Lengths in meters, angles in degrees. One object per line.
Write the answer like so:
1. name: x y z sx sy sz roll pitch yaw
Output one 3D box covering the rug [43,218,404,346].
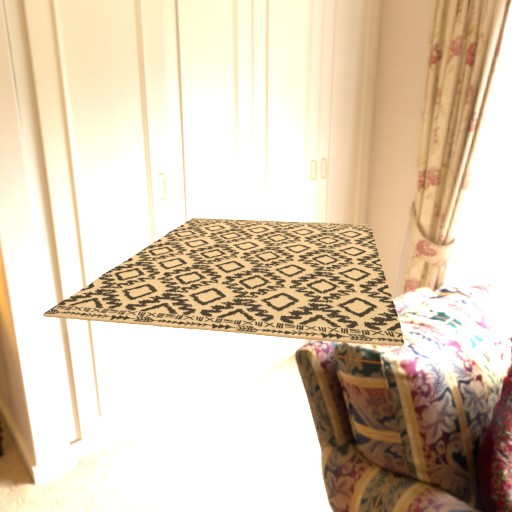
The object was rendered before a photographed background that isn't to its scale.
1. rug: 0.000 0.000 4.441 2.444 0.036 3.369 3 17 10
